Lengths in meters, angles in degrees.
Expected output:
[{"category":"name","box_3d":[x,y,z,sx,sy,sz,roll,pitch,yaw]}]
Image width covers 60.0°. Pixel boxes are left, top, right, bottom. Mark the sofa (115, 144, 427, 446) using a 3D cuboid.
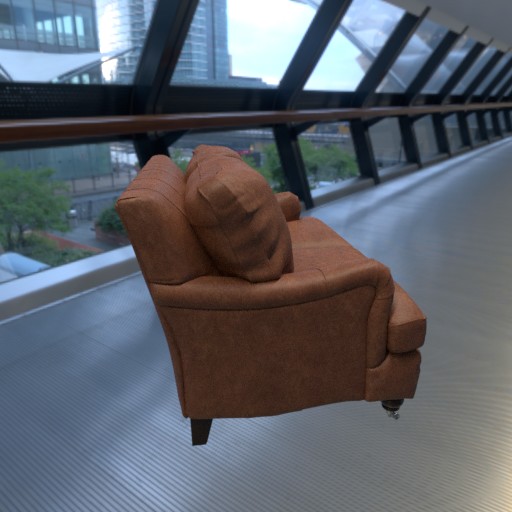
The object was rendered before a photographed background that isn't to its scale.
[{"category":"sofa","box_3d":[0.000,0.000,2.193,1.077,1.004,1.527,-3,18,-8]}]
